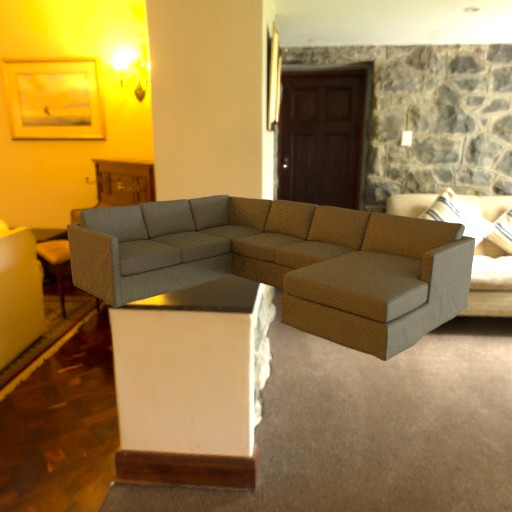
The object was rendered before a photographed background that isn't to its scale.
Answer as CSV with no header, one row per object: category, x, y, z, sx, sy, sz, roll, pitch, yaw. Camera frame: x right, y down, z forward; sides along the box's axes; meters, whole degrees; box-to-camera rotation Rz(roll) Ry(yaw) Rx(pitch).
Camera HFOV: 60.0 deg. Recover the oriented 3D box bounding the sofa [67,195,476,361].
sofa,0.000,0.000,4.531,2.427,0.882,3.460,-14,19,-43
